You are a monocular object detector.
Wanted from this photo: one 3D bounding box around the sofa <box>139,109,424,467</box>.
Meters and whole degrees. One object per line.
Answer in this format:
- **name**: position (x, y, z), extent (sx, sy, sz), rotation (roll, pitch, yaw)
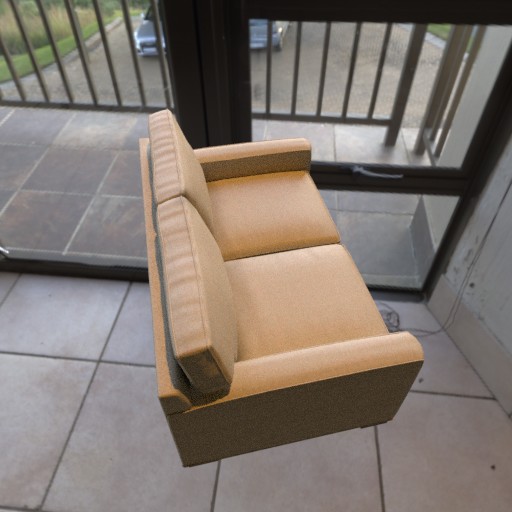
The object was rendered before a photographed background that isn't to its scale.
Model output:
- **sofa**: position (0.000, 0.000, 2.085), extent (0.942, 0.853, 1.484), rotation (-9, 48, -9)
